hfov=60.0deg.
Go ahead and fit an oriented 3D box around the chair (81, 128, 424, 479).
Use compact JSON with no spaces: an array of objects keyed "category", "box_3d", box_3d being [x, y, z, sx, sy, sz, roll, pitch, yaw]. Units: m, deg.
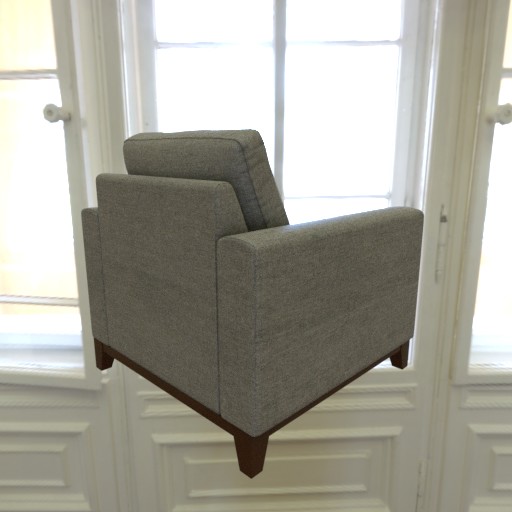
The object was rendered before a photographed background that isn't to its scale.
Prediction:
[{"category":"chair","box_3d":[0.000,0.000,1.880,1.024,1.010,1.038,13,19,43]}]
